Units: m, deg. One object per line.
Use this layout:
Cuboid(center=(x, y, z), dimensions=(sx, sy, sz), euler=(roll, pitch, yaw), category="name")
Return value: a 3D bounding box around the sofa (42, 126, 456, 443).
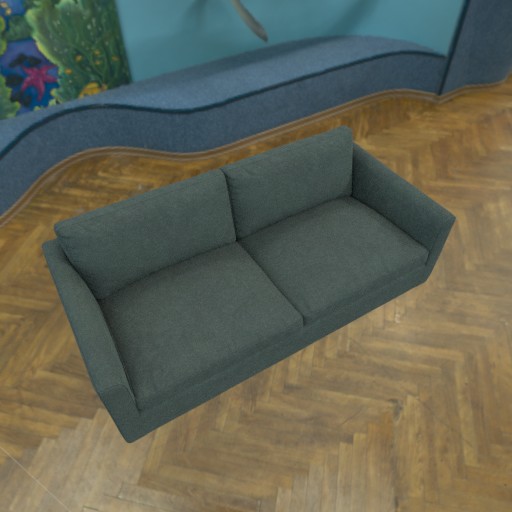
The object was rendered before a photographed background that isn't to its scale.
Cuboid(center=(0.000, 0.000, 2.778), dimensions=(2.257, 0.838, 1.092), euler=(-24, 50, -21), category="sofa")
